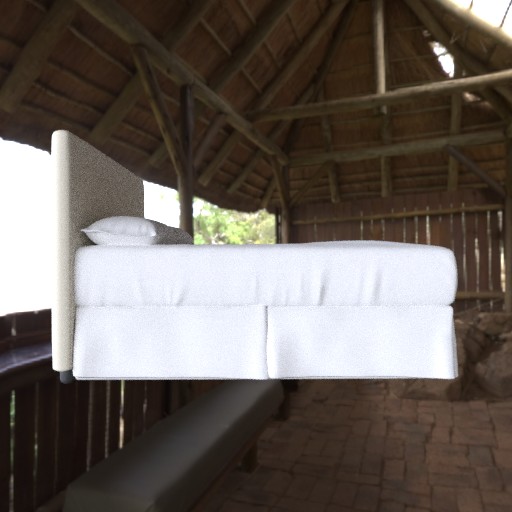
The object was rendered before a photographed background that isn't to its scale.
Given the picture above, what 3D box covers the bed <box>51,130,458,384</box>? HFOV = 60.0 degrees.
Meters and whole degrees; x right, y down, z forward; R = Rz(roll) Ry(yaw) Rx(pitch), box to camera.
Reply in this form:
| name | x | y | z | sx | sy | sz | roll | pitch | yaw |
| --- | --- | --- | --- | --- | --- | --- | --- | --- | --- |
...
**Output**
| name | x | y | z | sx | sy | sz | roll | pitch | yaw |
| --- | --- | --- | --- | --- | --- | --- | --- | --- | --- |
| bed | 0.000 | 0.000 | 3.112 | 2.147 | 1.330 | 1.714 | 0 | 1 | -1 |
